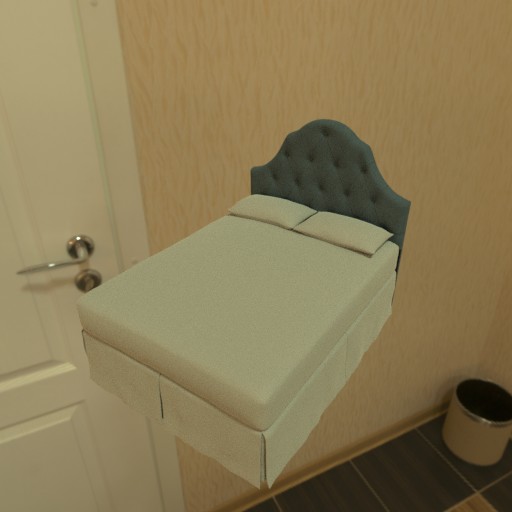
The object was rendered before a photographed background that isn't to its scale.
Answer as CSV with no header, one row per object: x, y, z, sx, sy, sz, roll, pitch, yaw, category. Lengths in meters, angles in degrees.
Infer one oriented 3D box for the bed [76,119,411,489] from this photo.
0.000,0.000,3.259,1.636,1.575,2.155,19,35,30,bed
